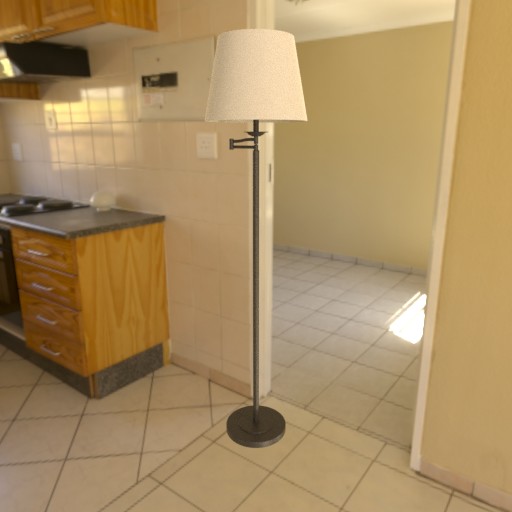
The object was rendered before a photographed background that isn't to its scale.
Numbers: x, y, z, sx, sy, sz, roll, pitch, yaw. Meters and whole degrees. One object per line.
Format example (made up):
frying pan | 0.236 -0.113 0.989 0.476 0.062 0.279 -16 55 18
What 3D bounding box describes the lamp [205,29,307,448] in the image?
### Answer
lamp | 0.000 0.000 1.636 0.348 1.473 0.348 8 17 26
